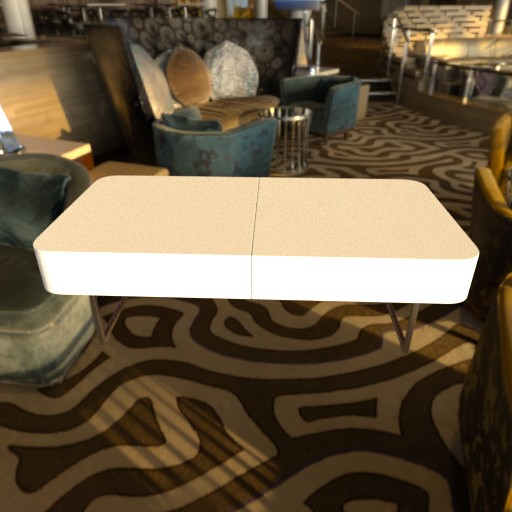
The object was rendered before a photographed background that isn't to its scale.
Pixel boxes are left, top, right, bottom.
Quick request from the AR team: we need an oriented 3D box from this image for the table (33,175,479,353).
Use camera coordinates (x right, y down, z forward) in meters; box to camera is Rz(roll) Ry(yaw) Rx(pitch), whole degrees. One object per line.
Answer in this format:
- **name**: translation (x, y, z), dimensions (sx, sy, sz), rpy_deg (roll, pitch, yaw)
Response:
- **table**: translation (0.000, 0.000, 1.488), dimensions (1.200, 0.340, 0.600), rpy_deg (1, 29, 2)
